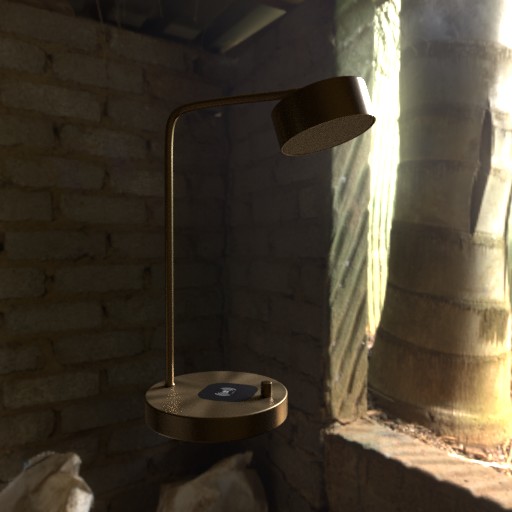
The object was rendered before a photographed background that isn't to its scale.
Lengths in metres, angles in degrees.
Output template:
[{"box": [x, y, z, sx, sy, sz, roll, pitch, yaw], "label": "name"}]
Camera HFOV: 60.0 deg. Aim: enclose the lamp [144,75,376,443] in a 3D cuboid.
[{"box": [0.000, 0.000, 0.519, 0.270, 0.380, 0.171, 0, 1, 17], "label": "lamp"}]
